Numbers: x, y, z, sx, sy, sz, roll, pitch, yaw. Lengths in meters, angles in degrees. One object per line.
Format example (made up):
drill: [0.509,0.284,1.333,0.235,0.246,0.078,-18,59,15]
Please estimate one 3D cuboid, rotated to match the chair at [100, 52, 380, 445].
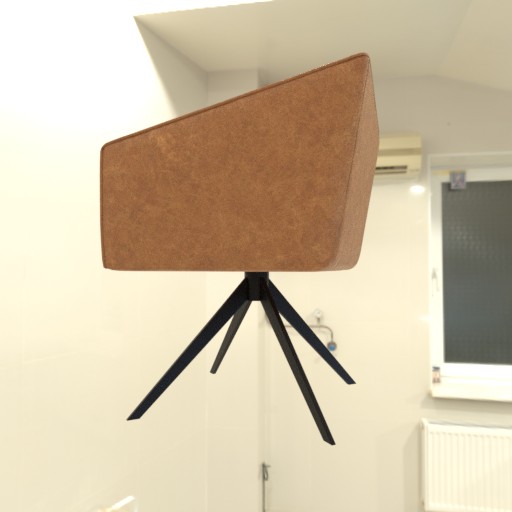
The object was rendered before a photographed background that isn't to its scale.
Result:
chair: [0.000,0.000,1.186,0.625,0.760,0.588,0,-1,18]
